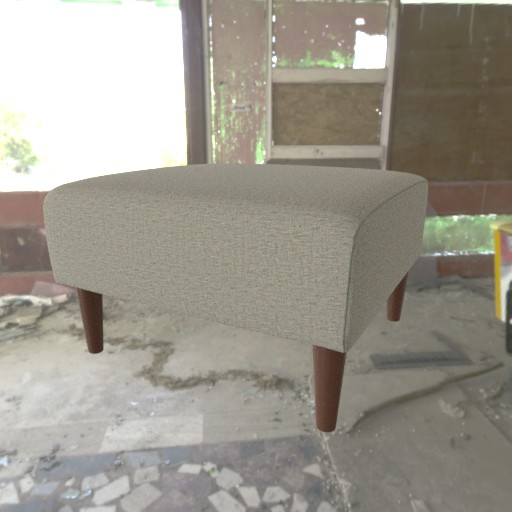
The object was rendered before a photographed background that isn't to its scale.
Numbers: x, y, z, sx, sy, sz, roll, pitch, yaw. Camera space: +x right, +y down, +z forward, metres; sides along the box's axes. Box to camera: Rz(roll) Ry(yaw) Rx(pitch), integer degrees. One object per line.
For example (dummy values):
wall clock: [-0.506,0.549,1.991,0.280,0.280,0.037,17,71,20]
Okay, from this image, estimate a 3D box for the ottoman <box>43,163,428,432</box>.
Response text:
ottoman: [0.000,0.000,1.037,0.655,0.399,0.648,9,18,28]
